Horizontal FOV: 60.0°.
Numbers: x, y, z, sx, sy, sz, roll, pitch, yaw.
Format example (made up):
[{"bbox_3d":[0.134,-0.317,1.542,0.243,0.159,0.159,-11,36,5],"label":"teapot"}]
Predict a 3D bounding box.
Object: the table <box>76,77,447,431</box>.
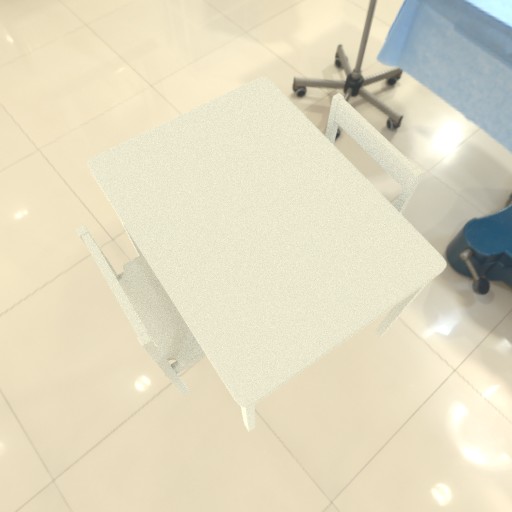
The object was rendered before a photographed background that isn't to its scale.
[{"bbox_3d":[0.000,0.000,1.130,0.672,0.503,0.650,-31,67,-15],"label":"table"}]
